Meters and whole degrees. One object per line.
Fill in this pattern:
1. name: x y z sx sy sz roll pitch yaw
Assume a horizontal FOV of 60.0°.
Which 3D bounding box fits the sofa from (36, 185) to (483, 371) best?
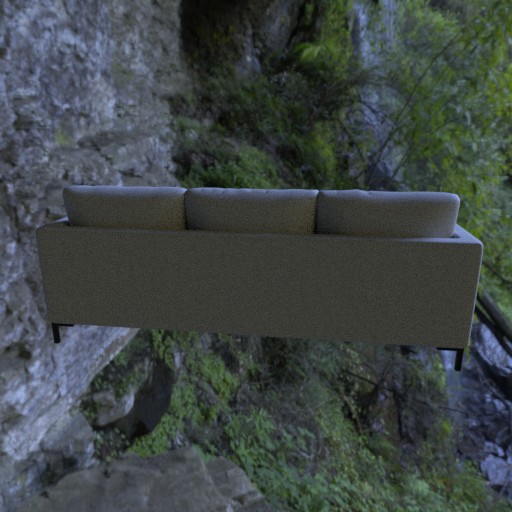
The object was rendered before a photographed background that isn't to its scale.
1. sofa: 0.000 0.000 2.616 2.218 0.874 0.859 2 17 7
